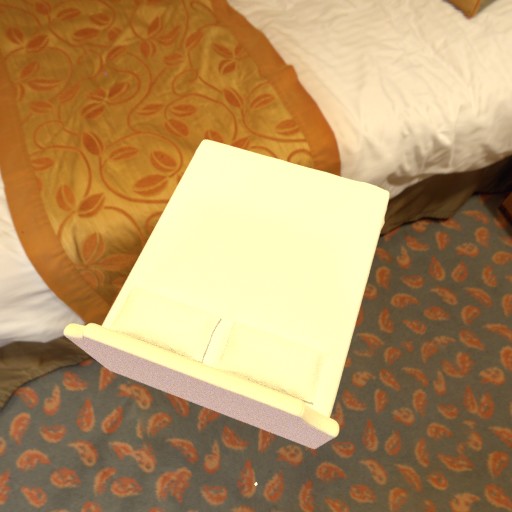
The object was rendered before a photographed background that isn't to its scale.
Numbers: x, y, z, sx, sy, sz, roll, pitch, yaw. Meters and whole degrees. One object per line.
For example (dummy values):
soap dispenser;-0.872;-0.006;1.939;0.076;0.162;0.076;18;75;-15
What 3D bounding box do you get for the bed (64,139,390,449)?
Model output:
bed;0.000;0.000;4.284;2.350;1.590;2.773;18;64;9
